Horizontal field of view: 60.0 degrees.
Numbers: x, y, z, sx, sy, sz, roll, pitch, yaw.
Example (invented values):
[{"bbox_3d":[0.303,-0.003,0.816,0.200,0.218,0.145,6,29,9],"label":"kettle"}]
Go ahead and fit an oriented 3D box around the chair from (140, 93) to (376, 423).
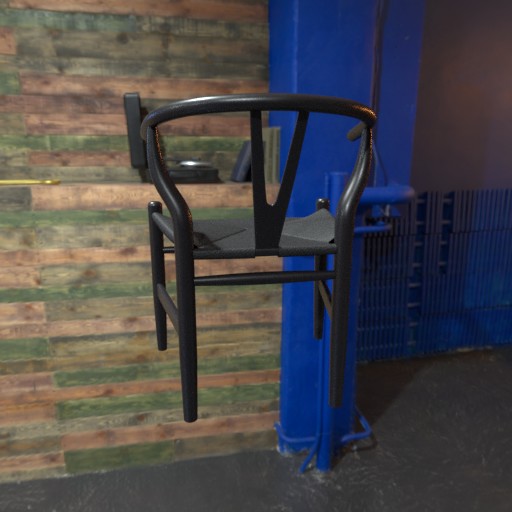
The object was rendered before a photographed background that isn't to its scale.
[{"bbox_3d":[0.000,0.000,1.143,0.569,0.730,0.579,-2,14,-9],"label":"chair"}]
